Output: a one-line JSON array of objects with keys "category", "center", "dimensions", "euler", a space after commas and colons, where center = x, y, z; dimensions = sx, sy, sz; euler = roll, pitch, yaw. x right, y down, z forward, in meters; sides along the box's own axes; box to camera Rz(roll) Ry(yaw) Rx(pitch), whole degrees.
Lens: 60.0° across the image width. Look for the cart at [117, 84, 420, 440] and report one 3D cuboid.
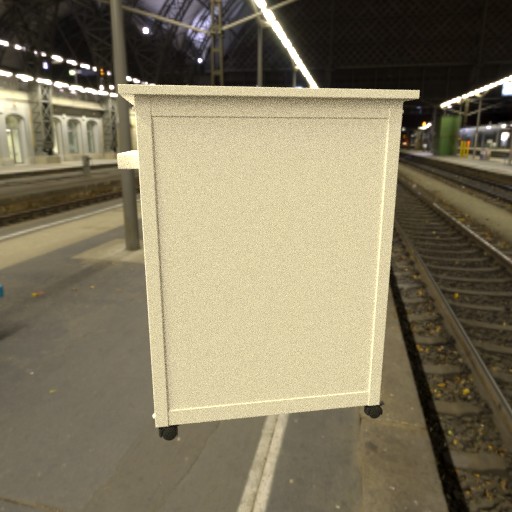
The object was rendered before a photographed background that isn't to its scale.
[{"category": "cart", "center": [0.000, 0.000, 1.275], "dimensions": [0.683, 0.864, 0.442], "euler": [-2, 15, -9]}]
